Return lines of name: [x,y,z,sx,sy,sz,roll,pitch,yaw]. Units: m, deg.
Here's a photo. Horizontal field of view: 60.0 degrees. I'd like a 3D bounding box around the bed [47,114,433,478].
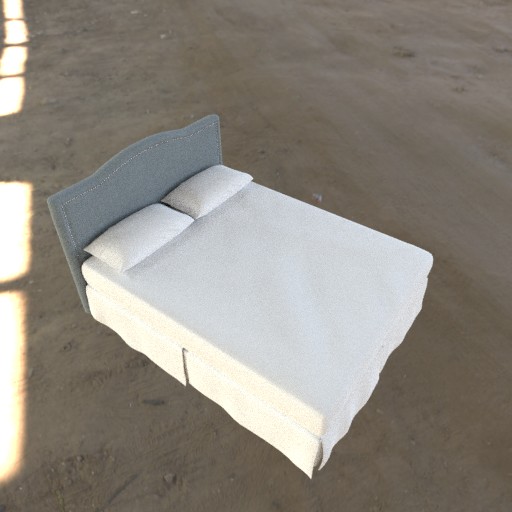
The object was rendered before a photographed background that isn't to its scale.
bed: [0.000,0.000,3.958,2.689,1.457,2.161,26,47,27]
